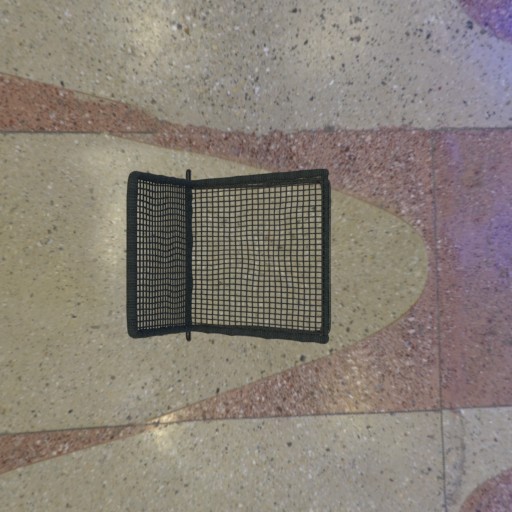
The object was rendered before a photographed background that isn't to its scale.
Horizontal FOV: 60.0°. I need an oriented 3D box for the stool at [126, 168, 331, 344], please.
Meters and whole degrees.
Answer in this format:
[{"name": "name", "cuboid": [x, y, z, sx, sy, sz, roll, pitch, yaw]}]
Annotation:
[{"name": "stool", "cuboid": [0.000, 0.000, 1.254, 0.509, 0.905, 0.590, 0, 90, 0]}]
